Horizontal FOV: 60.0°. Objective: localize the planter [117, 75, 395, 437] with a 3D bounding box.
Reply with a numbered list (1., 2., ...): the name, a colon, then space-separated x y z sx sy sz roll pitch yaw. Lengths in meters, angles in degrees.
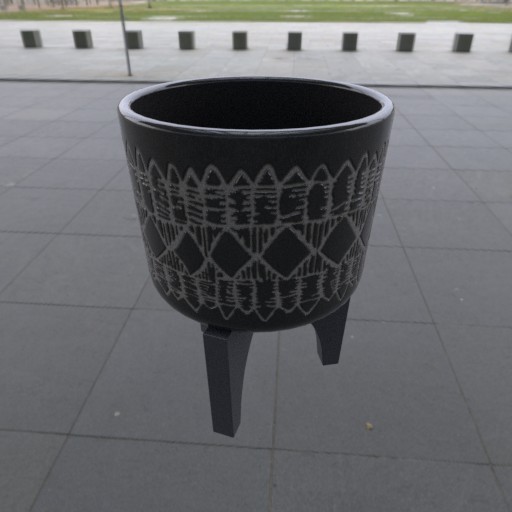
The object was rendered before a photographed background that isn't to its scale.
1. planter: 0.000 0.000 0.257 0.129 0.177 0.129 0 31 0
